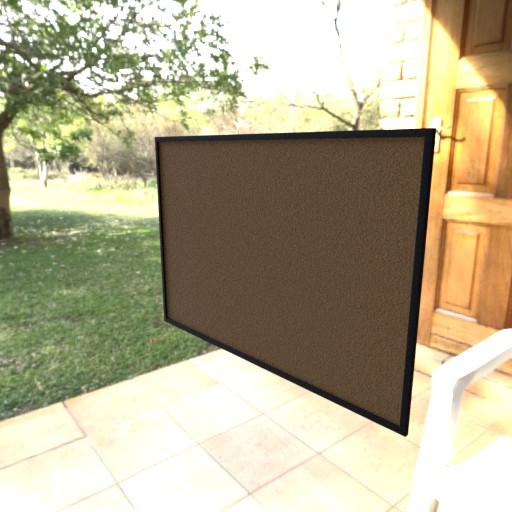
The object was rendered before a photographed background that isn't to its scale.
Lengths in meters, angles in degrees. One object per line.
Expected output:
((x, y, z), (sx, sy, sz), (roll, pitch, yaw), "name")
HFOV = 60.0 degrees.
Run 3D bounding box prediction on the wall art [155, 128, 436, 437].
((0.000, 0.000, 1.249), (0.013, 0.665, 0.963), (-13, 19, -43), "wall art")
